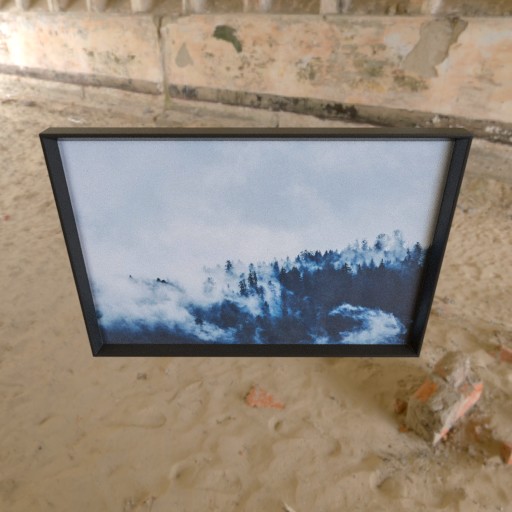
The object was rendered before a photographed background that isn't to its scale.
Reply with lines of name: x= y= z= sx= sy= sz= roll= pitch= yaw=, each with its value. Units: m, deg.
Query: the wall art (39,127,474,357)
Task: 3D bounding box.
wall art: x=0.000 y=0.000 z=1.139 sx=0.939 sy=0.640 sz=0.058 roll=0 pitch=30 yaw=0
